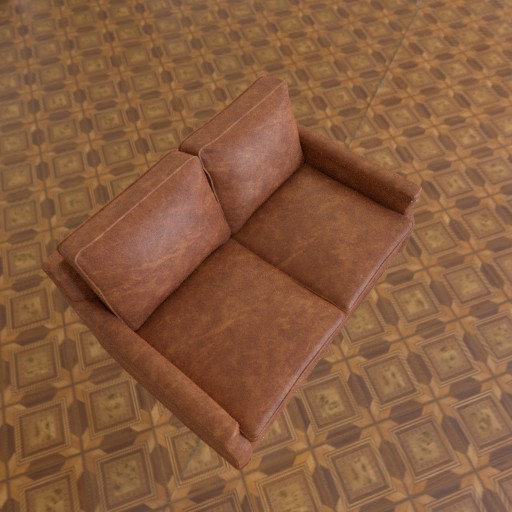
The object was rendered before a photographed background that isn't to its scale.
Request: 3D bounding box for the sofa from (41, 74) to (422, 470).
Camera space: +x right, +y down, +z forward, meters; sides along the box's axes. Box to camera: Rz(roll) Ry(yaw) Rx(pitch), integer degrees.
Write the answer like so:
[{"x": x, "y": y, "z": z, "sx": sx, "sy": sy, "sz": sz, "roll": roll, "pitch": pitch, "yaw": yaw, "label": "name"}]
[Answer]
[{"x": 0.000, "y": 0.000, "z": 2.231, "sx": 1.084, "sy": 1.003, "sz": 1.597, "roll": 34, "pitch": 65, "yaw": 19, "label": "sofa"}]
